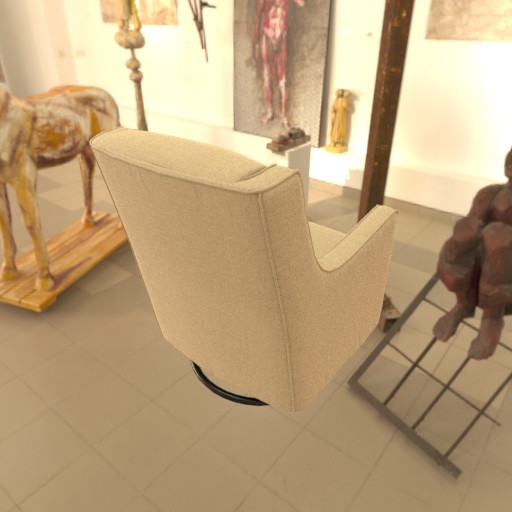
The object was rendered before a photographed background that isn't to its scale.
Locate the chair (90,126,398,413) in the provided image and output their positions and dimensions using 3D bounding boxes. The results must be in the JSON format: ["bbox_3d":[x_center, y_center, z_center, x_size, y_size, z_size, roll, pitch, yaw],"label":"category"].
[{"bbox_3d":[0.000,0.000,1.645,0.732,0.993,0.879,22,36,32],"label":"chair"}]
